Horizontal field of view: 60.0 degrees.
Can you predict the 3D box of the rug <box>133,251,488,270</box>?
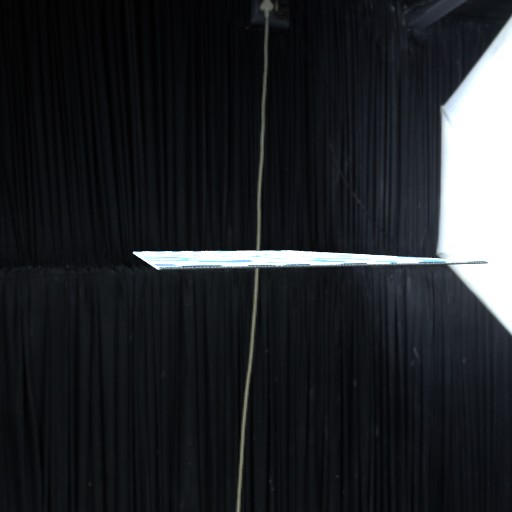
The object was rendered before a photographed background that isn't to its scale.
[{"bbox_3d":[0.000,0.000,3.007,1.518,0.015,2.438,-1,2,-18],"label":"rug"}]
